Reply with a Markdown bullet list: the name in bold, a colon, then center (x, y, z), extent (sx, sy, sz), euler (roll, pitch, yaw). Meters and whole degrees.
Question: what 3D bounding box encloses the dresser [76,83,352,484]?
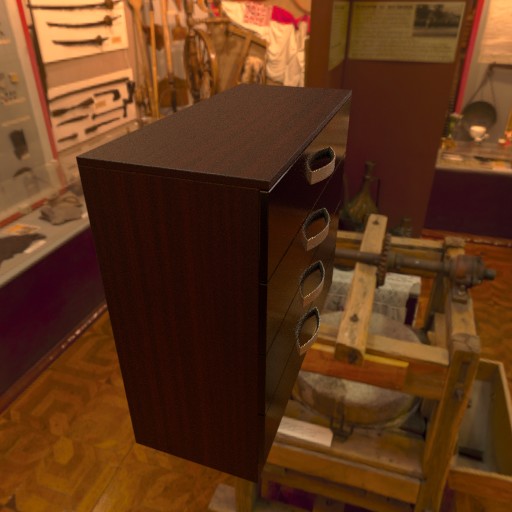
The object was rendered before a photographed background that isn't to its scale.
- **dresser**: center (0.000, 0.000, 1.158), extent (0.360, 0.720, 0.750), euler (10, 32, 17)
